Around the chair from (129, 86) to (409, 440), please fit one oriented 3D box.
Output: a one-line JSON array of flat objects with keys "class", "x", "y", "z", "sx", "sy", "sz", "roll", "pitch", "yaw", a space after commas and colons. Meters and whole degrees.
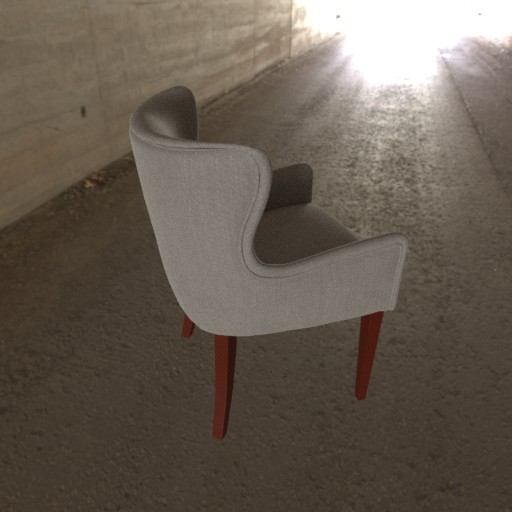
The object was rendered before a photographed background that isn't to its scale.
[{"class": "chair", "x": 0.000, "y": 0.000, "z": 1.430, "sx": 0.677, "sy": 0.948, "sz": 0.732, "roll": -10, "pitch": 32, "yaw": -17}]
